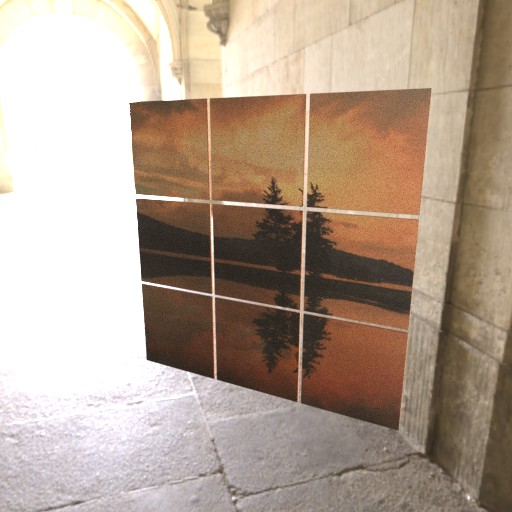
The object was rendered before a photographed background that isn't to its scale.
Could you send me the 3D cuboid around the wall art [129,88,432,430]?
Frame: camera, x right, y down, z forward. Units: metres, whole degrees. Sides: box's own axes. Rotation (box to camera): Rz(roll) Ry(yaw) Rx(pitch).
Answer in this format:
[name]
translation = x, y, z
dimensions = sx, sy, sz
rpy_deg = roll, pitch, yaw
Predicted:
[wall art]
translation = 0.000, 0.000, 1.791
dimensions = 1.216, 1.218, 0.013
rpy_deg = 7, 17, 26
